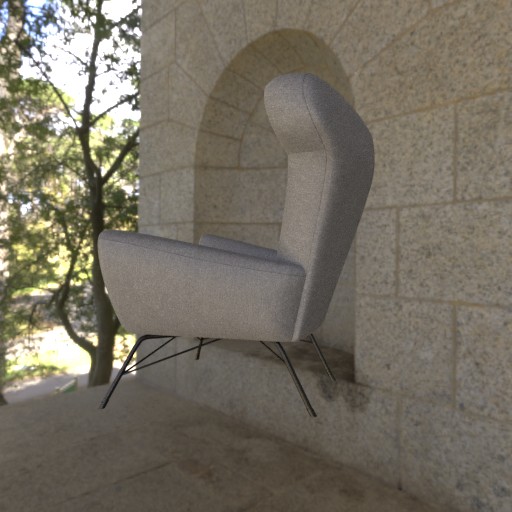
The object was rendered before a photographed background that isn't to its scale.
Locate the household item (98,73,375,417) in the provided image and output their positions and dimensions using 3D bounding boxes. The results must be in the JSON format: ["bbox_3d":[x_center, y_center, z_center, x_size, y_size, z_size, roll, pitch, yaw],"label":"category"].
[{"bbox_3d":[0.000,0.000,1.743,0.900,1.050,0.980,0,0,18],"label":"household item"}]
